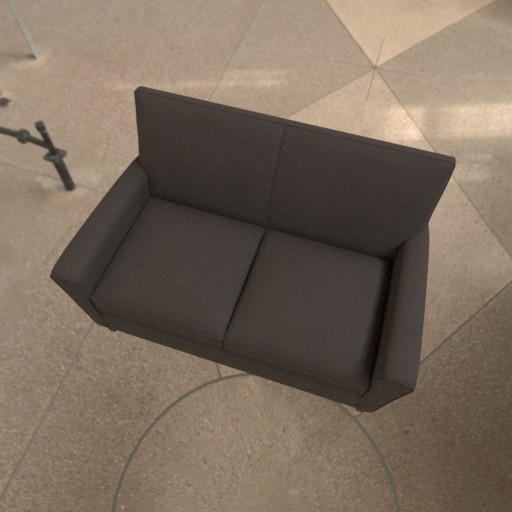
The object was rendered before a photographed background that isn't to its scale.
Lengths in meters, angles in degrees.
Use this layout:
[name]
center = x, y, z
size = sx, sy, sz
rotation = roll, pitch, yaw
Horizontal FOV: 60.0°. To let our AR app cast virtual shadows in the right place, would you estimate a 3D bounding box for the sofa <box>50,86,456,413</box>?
[sofa]
center = 0.000, 0.000, 1.959
size = 1.420, 0.846, 0.871
rotation = 16, 61, 9
